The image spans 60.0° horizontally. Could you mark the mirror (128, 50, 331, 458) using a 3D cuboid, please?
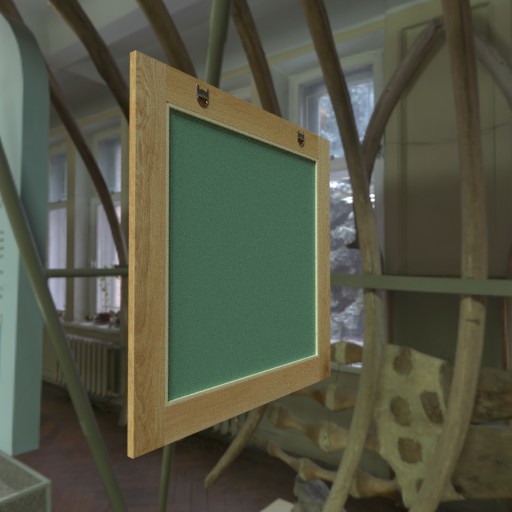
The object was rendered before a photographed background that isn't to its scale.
[{"bbox_3d":[0.000,0.000,1.189,0.020,0.800,0.800,-1,-2,38],"label":"mirror"}]
